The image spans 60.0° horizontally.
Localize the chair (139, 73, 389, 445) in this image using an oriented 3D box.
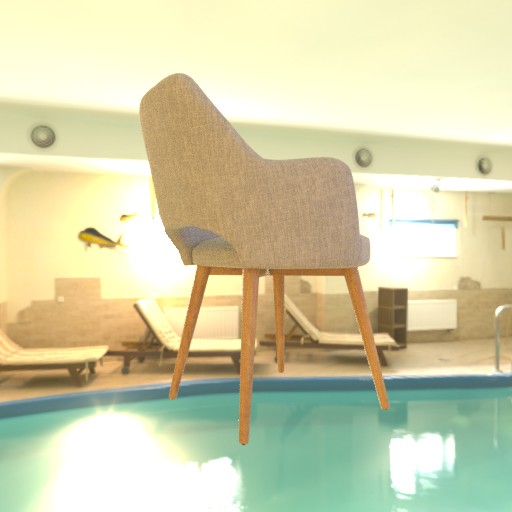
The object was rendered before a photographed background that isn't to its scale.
[{"bbox_3d":[0.000,0.000,1.243,0.610,0.840,0.590,0,0,-35],"label":"chair"}]
